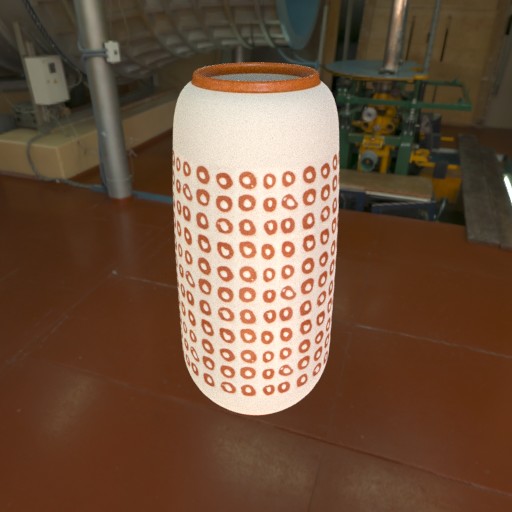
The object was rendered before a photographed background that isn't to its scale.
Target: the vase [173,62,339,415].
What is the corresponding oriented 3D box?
[{"bbox_3d":[0.000,0.000,0.362,0.133,0.282,0.133,0,31,0],"label":"vase"}]
